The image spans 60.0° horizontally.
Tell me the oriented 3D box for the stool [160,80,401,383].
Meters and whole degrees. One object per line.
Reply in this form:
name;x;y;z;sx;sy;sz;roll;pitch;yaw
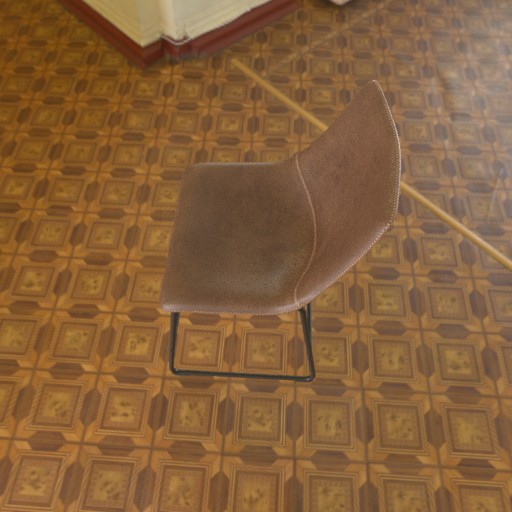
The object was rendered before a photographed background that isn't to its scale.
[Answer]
stool;0.000;0.000;1.225;0.550;0.890;0.460;3;59;2
